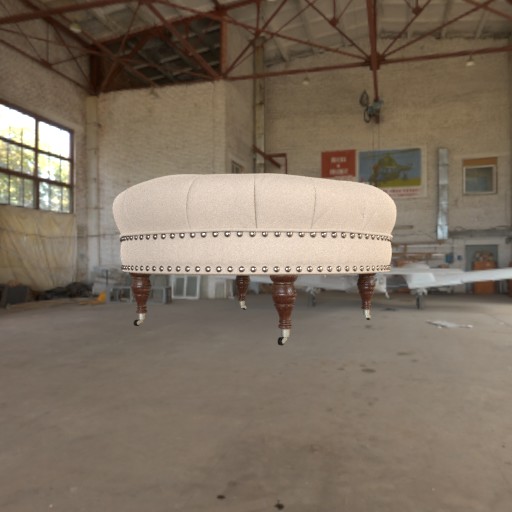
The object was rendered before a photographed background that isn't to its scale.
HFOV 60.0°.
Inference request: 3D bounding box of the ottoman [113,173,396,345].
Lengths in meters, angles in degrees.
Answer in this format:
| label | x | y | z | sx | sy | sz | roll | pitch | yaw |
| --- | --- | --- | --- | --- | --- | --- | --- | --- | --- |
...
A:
| label | x | y | z | sx | sy | sz | roll | pitch | yaw |
| --- | --- | --- | --- | --- | --- | --- | --- | --- | --- |
| ottoman | 0.000 | 0.000 | 1.455 | 0.901 | 0.439 | 0.901 | 0 | 0 | 0 |
